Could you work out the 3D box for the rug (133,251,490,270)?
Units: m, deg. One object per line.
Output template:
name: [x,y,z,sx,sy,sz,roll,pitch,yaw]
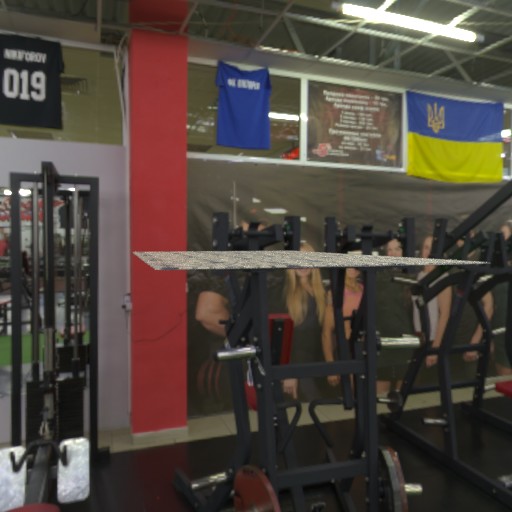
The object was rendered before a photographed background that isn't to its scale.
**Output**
rug: [0.000,0.000,2.029,1.035,0.006,1.652,-1,2,-17]
